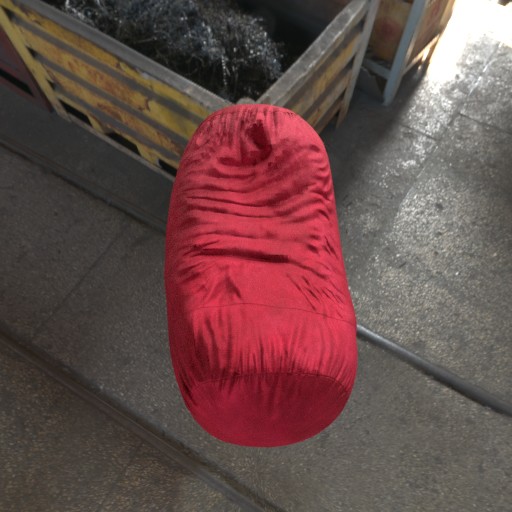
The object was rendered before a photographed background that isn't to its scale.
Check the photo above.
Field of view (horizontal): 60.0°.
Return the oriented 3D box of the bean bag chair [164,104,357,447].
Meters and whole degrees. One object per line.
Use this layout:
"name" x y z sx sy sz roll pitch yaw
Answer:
"bean bag chair" 0.000 0.000 2.894 1.216 0.867 2.293 -2 64 -1
